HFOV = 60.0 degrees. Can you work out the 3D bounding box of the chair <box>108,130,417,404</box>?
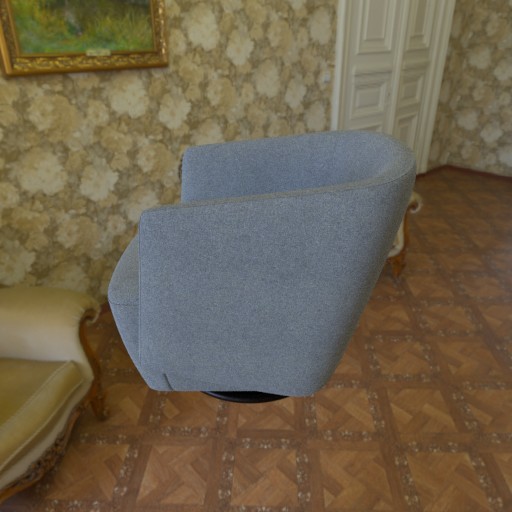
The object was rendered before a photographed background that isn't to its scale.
[{"bbox_3d":[0.000,0.000,1.655,0.986,0.861,0.822,0,26,1],"label":"chair"}]
